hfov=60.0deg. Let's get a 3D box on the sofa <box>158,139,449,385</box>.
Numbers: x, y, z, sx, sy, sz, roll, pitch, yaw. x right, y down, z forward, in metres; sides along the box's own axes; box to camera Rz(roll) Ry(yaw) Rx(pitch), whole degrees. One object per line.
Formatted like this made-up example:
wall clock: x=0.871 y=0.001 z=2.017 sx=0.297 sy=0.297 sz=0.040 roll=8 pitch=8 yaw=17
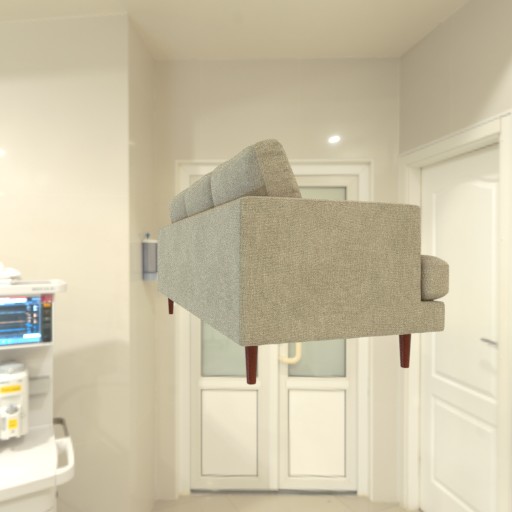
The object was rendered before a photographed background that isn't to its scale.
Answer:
sofa: x=0.000 y=0.000 z=2.686 sx=0.903 sy=0.930 sz=2.246 roll=0 pitch=1 yaw=-20
